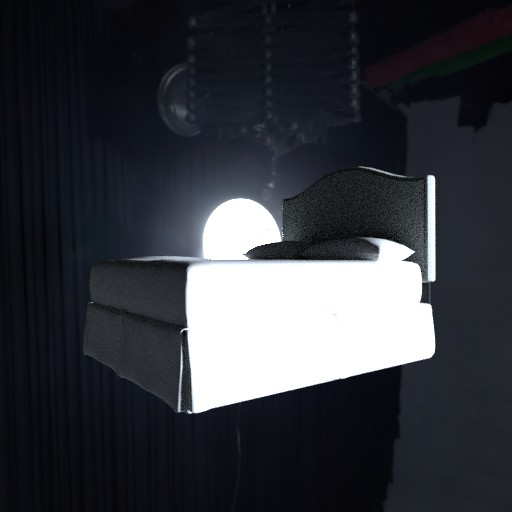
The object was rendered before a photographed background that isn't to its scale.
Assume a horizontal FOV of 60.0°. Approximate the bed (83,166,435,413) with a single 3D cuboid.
[{"bbox_3d":[0.000,0.000,3.464,2.180,1.607,1.813,0,0,-36],"label":"bed"}]
